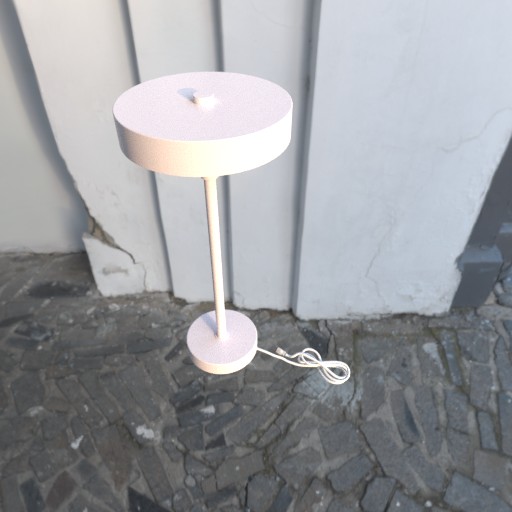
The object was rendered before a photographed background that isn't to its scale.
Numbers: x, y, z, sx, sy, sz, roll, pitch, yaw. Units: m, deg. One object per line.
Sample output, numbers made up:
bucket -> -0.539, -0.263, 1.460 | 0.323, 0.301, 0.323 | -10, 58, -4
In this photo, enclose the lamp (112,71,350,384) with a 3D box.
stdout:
lamp -> 0.000, 0.000, 0.715 | 0.369, 0.508, 0.229 | 11, 42, 13
